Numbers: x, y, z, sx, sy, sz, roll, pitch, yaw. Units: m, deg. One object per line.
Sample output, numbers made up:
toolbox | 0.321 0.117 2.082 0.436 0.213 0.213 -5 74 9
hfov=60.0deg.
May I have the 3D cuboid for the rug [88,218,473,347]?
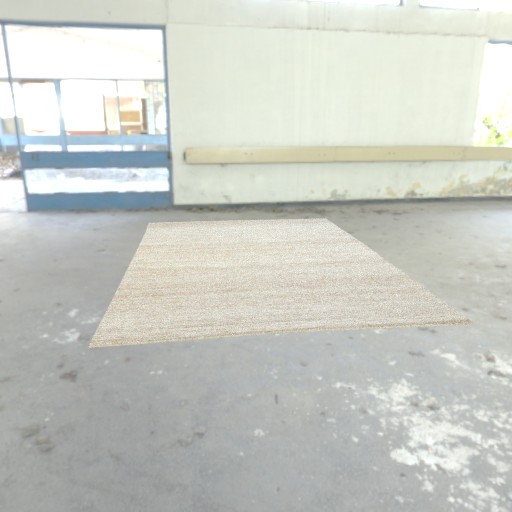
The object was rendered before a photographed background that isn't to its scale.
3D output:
rug | 0.000 0.000 2.881 1.596 0.030 2.283 -2 16 -7
